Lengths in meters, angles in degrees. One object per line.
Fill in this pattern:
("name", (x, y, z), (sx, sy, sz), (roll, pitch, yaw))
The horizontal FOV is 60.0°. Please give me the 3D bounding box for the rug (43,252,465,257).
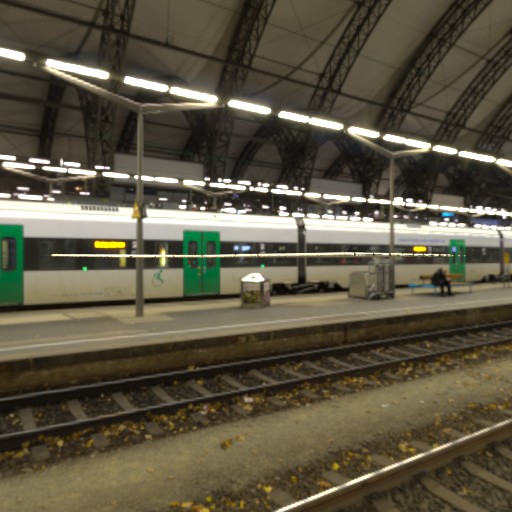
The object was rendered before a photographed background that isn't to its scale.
("rug", (0.000, 0.000, 4.152), (3.221, 0.026, 2.342), (0, 0, 35))
